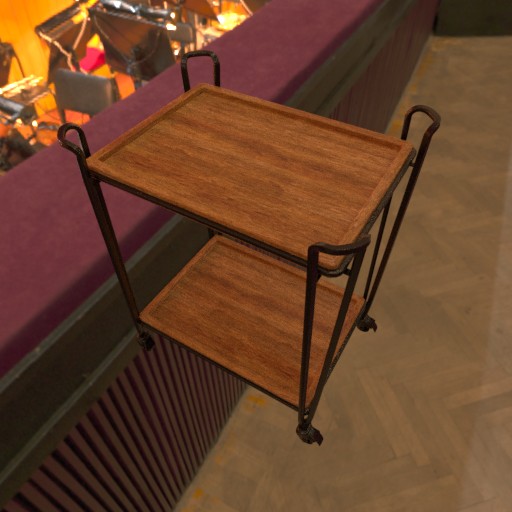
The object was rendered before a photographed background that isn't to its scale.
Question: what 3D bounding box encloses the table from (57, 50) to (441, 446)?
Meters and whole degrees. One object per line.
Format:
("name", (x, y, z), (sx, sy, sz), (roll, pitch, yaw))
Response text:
("table", (0.000, 0.000, 1.187), (0.672, 0.785, 0.505), (23, 51, 21))
